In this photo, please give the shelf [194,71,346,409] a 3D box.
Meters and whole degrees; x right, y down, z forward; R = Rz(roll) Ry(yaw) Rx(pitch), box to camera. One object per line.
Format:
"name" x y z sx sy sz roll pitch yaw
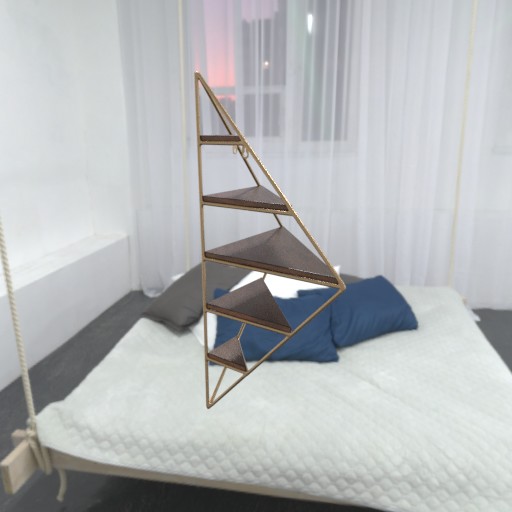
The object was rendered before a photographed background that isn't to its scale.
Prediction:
"shelf" 0.000 0.000 1.190 0.294 0.913 0.564 -3 16 -10
